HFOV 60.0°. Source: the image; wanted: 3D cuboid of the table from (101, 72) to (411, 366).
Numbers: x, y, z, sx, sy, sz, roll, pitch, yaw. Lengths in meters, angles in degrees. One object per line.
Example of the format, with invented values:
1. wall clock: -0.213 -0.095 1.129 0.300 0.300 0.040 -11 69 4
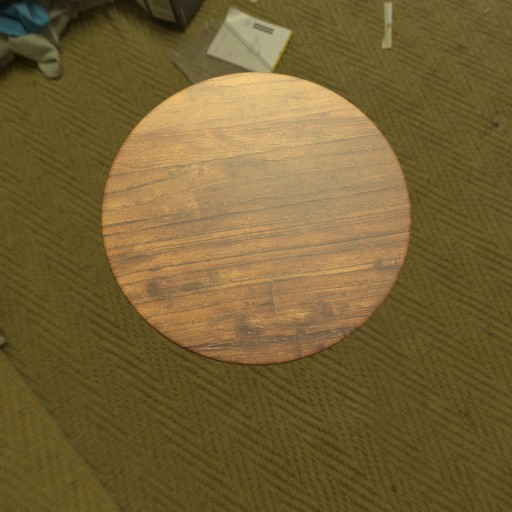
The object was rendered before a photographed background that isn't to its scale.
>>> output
1. table: 0.000 0.000 0.821 0.400 0.520 0.400 0 75 0
